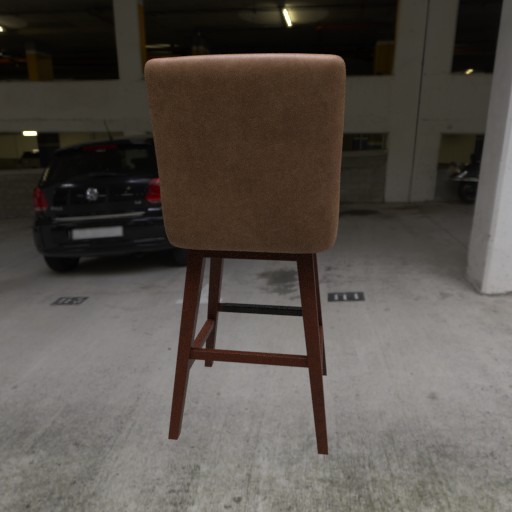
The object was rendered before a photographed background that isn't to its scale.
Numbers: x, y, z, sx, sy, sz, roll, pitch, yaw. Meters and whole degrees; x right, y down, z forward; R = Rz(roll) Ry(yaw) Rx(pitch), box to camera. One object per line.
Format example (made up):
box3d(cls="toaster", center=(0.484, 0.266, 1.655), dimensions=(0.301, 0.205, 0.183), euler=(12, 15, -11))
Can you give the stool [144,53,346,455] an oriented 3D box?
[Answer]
box3d(cls="stool", center=(0.000, 0.000, 1.382), dimensions=(0.487, 1.079, 0.572), euler=(2, 16, 8))
